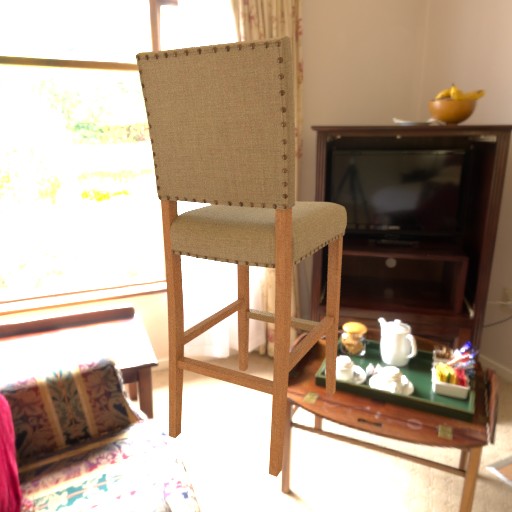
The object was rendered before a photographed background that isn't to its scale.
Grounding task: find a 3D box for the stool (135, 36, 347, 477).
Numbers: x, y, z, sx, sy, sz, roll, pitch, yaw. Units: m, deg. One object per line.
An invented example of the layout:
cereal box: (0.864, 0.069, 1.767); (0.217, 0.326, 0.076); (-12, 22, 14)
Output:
stool: (0.000, 0.000, 1.468); (0.445, 1.203, 0.585); (8, 17, 27)
